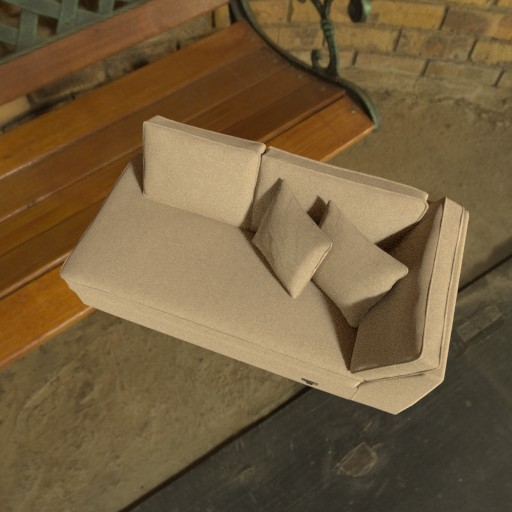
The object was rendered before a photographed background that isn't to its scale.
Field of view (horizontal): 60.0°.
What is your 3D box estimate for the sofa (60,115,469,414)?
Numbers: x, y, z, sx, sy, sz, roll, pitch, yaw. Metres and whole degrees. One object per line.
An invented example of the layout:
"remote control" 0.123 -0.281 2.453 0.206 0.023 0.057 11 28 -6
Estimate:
"sofa" 0.000 0.000 2.753 2.237 1.033 1.110 17 61 10
